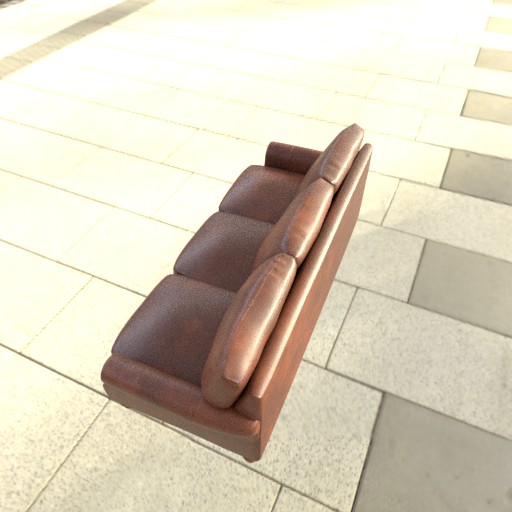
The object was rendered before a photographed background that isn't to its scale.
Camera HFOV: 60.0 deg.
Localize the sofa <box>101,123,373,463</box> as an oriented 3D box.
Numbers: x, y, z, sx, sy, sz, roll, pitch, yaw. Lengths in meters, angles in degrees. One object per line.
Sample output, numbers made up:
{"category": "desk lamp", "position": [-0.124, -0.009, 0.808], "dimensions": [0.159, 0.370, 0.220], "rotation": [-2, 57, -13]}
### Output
{"category": "sofa", "position": [0.000, 0.000, 2.909], "dimensions": [0.973, 0.977, 2.351], "rotation": [17, 48, 16]}
